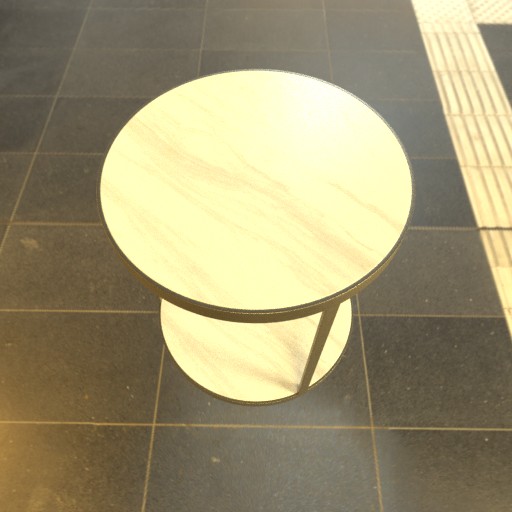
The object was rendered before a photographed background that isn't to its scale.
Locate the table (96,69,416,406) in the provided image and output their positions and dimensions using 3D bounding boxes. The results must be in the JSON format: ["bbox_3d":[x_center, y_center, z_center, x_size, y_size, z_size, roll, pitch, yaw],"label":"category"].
[{"bbox_3d":[0.000,0.000,0.832,0.445,0.479,0.445,0,59,0],"label":"table"}]
